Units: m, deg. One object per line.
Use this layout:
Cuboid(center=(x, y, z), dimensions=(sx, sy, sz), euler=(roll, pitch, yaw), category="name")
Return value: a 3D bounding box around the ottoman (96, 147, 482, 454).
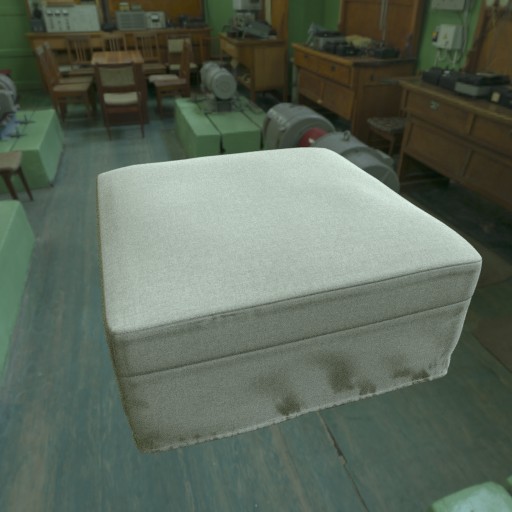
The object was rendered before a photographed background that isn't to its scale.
Cuboid(center=(0.000, 0.000, 1.293), dimensions=(0.840, 0.436, 0.843), euler=(-10, 33, -15), category="ottoman")
